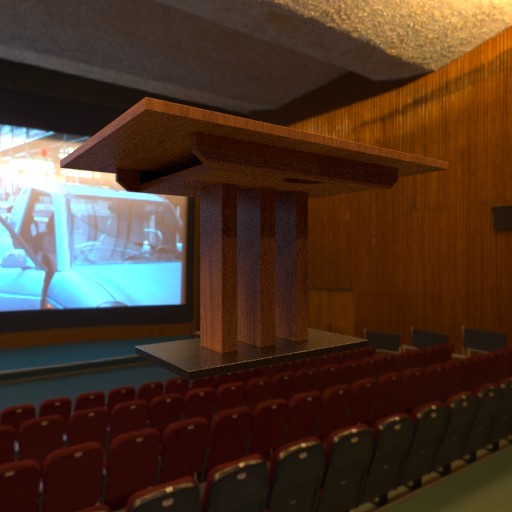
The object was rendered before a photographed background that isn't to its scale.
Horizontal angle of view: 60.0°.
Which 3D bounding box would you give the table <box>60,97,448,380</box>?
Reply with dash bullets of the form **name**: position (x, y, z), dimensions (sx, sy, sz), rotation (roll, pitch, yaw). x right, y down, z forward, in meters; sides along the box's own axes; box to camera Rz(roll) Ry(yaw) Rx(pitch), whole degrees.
- **table**: position (0.000, 0.000, 1.806), dimensions (1.300, 0.770, 0.900), rotation (0, 0, -36)
